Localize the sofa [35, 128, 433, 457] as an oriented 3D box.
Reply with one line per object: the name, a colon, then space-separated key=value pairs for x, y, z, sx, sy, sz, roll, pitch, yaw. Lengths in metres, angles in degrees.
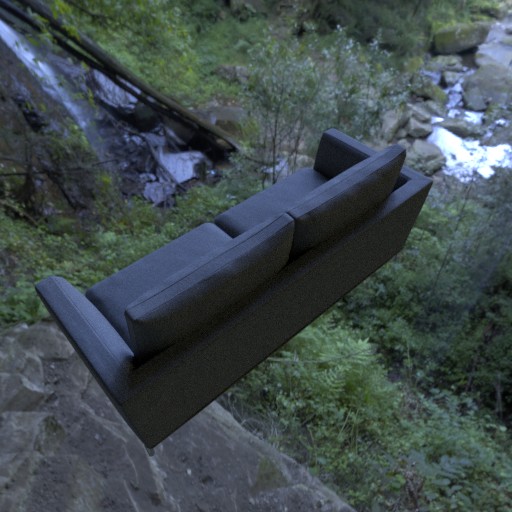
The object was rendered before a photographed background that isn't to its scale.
sofa: x=0.000 y=0.000 z=2.644 sx=2.212 sy=1.002 sz=0.869 roll=-33 pitch=55 yaw=-27
